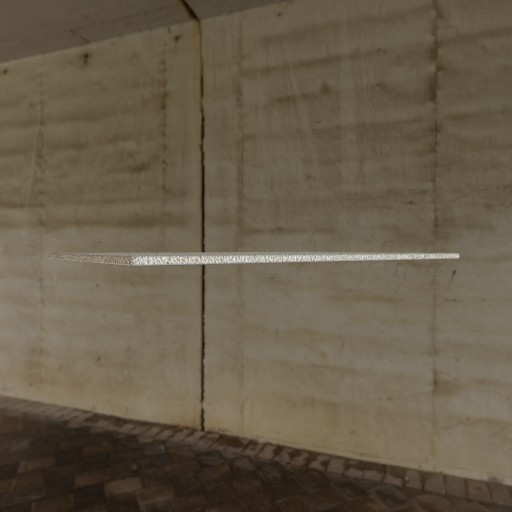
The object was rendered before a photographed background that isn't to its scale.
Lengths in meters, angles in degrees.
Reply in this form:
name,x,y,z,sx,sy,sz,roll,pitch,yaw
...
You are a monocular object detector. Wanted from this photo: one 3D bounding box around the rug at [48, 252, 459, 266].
name,x,y,z,sx,sy,sz,roll,pitch,yaw
rug,0.000,0.000,2.311,1.778,0.030,1.219,-1,1,-36
